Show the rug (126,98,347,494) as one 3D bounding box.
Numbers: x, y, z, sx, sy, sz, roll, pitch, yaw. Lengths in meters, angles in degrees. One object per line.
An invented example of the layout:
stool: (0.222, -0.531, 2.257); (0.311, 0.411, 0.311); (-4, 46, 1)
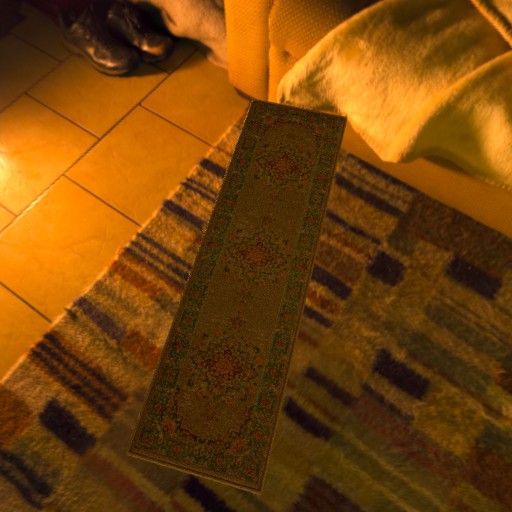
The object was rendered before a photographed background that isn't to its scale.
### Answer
rug: (0.000, 0.000, 2.512); (0.659, 0.019, 2.297); (13, 65, 6)
